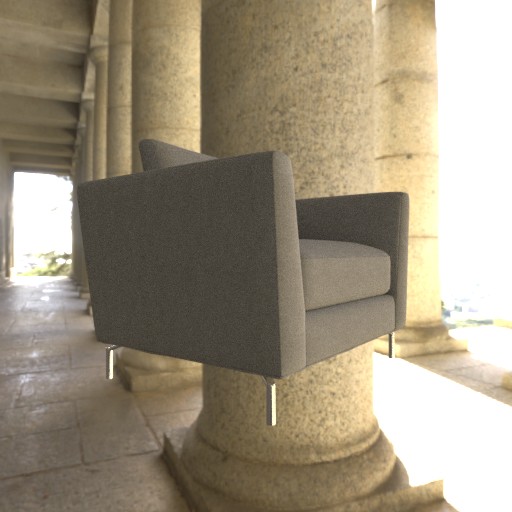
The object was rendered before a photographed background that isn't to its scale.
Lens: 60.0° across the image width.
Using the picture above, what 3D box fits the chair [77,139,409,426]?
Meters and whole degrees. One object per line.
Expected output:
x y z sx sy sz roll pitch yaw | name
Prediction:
0.000 0.000 1.735 0.889 0.864 1.041 0 1 37 | chair
